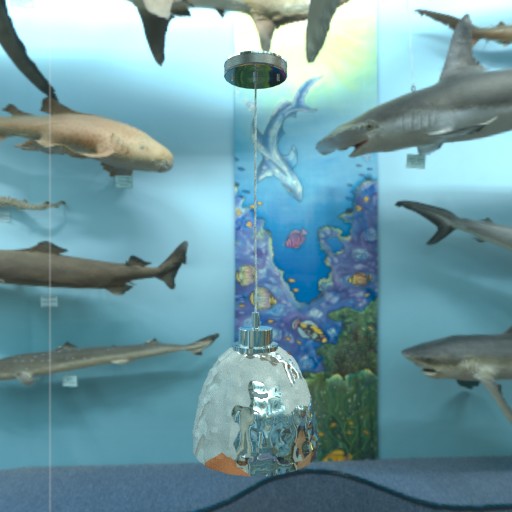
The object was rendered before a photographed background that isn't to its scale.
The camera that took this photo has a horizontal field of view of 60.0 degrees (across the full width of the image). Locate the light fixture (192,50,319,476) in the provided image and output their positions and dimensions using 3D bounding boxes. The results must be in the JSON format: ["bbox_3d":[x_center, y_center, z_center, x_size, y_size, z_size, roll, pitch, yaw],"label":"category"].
[{"bbox_3d":[0.000,0.000,1.758,0.496,1.511,0.500,0,0,0],"label":"light fixture"}]
